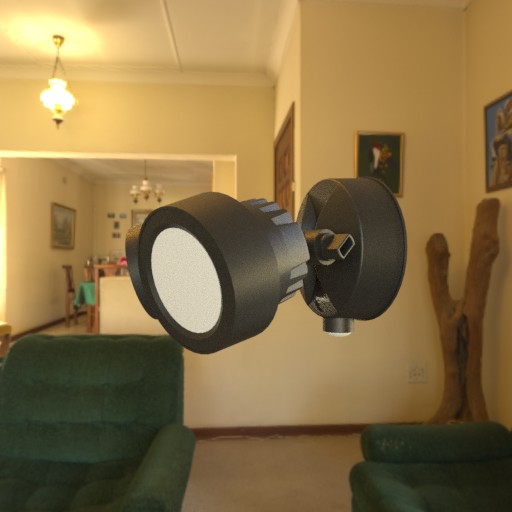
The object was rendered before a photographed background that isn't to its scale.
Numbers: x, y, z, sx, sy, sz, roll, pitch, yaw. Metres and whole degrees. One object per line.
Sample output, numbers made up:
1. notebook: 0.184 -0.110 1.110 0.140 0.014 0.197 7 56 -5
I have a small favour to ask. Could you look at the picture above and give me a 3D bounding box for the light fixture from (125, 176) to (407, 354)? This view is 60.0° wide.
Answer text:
1. light fixture: 0.000 0.000 0.307 0.168 0.120 0.213 0 0 -20
